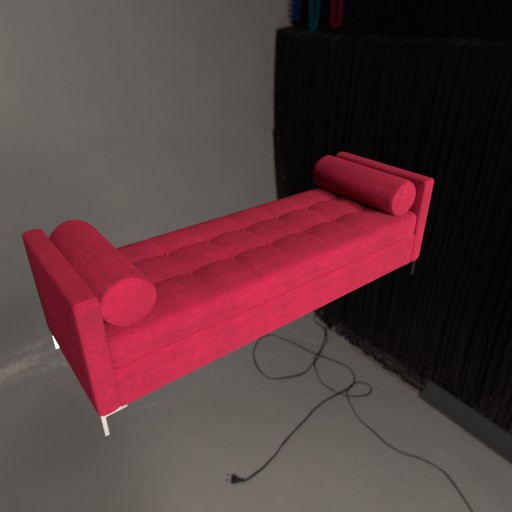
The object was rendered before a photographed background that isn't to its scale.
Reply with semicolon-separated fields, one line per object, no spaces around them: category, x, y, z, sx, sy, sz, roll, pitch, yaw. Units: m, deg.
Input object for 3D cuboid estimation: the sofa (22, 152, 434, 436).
sofa;0.000;0.000;2.301;1.981;0.635;0.686;-21;35;-32
